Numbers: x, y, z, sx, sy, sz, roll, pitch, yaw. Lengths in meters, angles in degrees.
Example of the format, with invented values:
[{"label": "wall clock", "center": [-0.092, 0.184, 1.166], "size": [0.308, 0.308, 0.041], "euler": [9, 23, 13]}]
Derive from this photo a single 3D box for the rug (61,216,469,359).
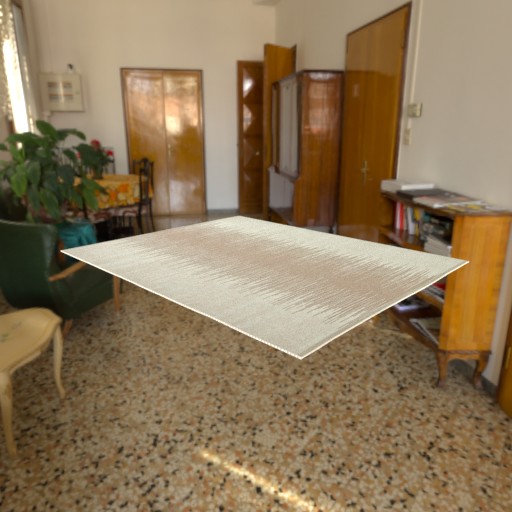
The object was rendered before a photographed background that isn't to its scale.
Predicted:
[{"label": "rug", "center": [0.000, 0.000, 4.208], "size": [3.048, 0.013, 2.438], "euler": [15, 22, 42]}]
